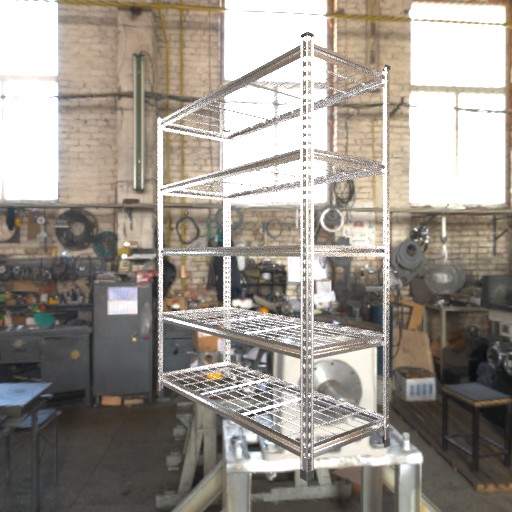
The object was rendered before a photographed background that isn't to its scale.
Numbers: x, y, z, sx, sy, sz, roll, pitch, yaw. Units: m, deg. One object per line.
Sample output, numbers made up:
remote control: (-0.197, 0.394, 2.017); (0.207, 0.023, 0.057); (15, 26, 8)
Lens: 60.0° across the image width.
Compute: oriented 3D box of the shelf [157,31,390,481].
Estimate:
shelf: (0.000, 0.000, 2.734); (0.610, 1.981, 1.524); (0, 0, -38)
